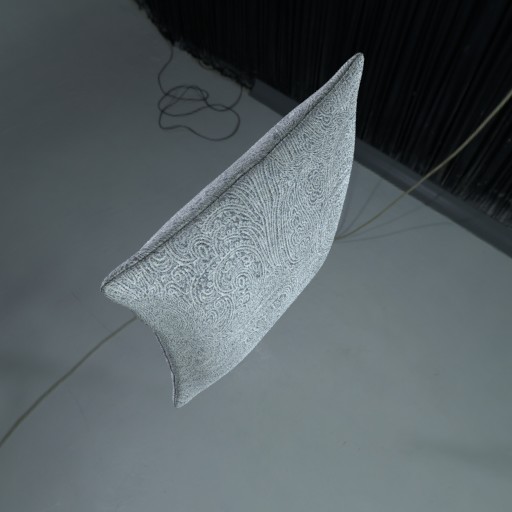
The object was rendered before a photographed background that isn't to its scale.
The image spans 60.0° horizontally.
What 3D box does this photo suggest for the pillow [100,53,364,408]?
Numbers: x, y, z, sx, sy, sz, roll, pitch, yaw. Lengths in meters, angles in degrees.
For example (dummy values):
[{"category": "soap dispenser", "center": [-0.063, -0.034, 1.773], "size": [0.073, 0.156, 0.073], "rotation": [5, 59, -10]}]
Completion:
[{"category": "pillow", "center": [0.000, 0.000, 0.782], "size": [0.166, 0.510, 0.523], "rotation": [35, 65, 19]}]
